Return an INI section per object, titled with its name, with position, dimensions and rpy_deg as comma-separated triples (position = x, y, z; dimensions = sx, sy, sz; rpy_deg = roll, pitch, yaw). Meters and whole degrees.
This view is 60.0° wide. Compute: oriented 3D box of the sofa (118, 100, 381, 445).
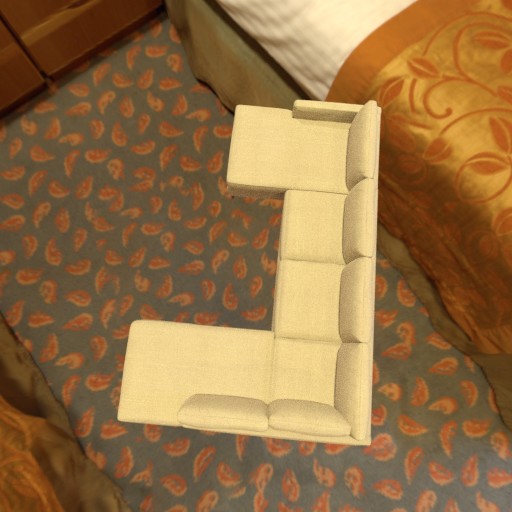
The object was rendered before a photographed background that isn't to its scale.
[sofa]
position = 0.000, 0.000, 3.615
dimensions = 1.879, 0.756, 2.737
rpy_deg = 5, 77, 1
